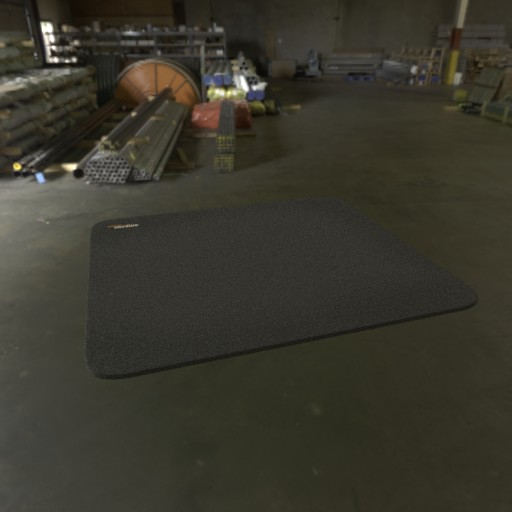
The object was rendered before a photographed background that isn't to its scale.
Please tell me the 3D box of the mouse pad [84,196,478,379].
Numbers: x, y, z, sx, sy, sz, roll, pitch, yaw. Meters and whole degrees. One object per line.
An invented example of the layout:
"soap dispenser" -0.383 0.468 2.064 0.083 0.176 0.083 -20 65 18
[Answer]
"mouse pad" 0.000 0.000 0.319 0.229 0.003 0.203 -8 28 -16
